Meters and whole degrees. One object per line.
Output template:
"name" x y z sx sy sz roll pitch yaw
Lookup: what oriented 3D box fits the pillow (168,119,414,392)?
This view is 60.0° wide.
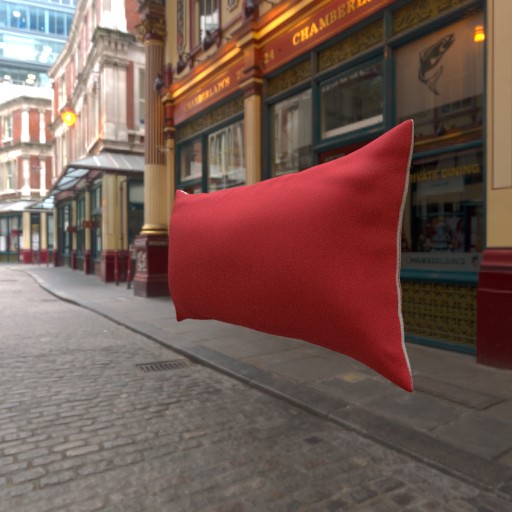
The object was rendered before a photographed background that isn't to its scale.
"pillow" 0.000 0.000 0.731 0.151 0.297 0.608 0 0 -35
